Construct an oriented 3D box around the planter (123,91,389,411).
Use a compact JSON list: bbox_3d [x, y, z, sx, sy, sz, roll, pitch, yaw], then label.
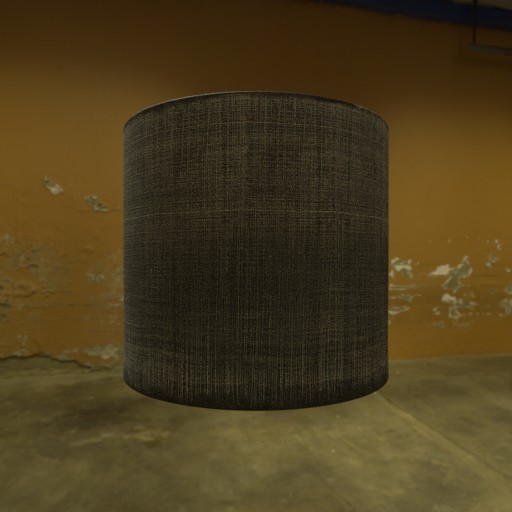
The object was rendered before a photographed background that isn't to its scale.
[{"bbox_3d":[0.000,0.000,0.383,0.221,0.201,0.221,0,-1,0],"label":"planter"}]
